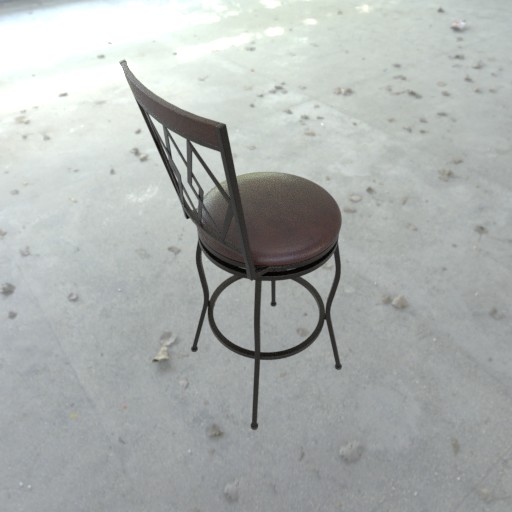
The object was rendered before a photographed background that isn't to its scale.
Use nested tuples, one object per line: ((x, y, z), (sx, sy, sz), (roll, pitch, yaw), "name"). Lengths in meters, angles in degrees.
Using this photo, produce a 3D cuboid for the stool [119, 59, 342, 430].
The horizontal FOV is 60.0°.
((0.000, 0.000, 1.355), (0.521, 1.134, 0.432), (-26, 48, -26), "stool")
